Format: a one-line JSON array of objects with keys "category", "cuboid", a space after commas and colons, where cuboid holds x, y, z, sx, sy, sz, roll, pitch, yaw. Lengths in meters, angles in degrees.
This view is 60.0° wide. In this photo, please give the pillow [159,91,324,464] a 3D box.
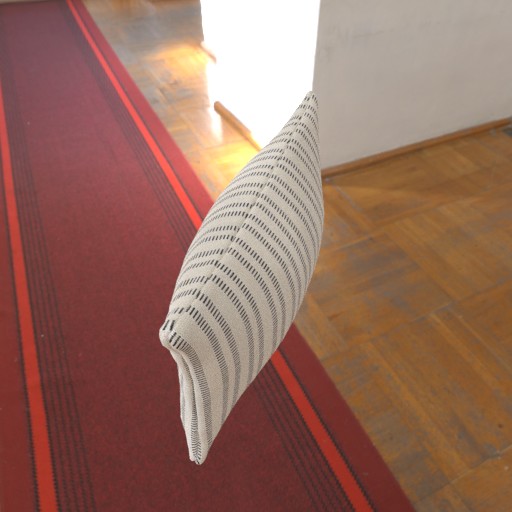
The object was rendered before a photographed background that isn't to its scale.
[{"category": "pillow", "cuboid": [0.000, 0.000, 0.808, 0.210, 0.353, 0.640, 14, 47, 14]}]
